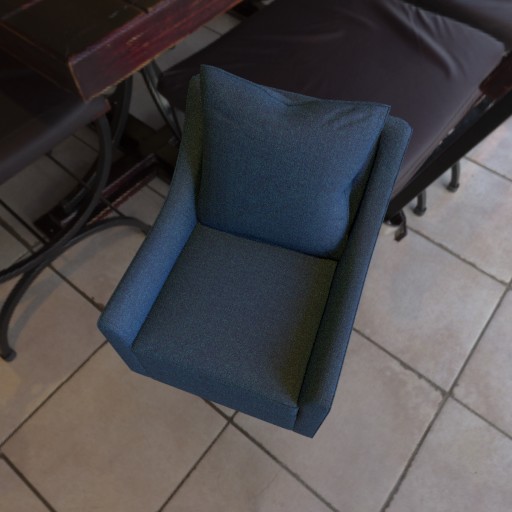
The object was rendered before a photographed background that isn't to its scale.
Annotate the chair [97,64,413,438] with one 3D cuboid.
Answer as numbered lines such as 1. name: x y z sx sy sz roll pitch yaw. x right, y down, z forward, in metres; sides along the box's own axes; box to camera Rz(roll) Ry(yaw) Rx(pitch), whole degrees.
1. chair: 0.000 0.000 1.541 0.750 0.939 0.870 17 60 10
